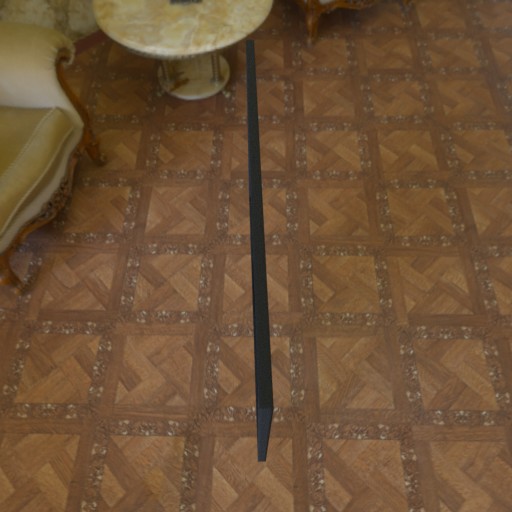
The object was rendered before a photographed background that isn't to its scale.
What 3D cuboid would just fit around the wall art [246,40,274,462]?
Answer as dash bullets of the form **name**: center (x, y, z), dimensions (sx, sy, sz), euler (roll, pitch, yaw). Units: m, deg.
- **wall art**: center (0.000, 0.000, 1.226), dimensions (0.049, 0.659, 0.964), euler (0, 59, 0)
